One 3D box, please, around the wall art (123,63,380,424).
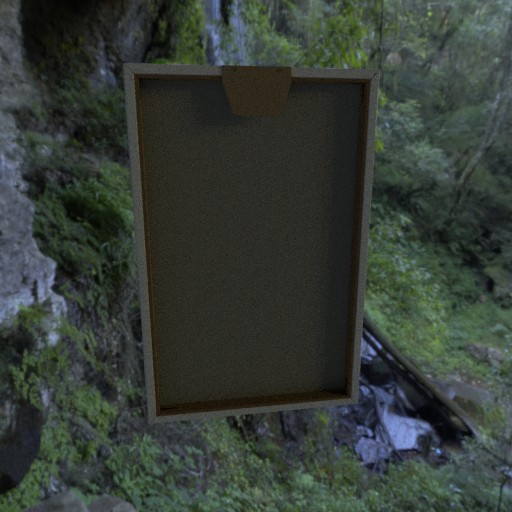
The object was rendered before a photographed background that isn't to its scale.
[{"bbox_3d":[0.000,0.000,1.157,0.602,0.916,0.048,-2,15,-9],"label":"wall art"}]
